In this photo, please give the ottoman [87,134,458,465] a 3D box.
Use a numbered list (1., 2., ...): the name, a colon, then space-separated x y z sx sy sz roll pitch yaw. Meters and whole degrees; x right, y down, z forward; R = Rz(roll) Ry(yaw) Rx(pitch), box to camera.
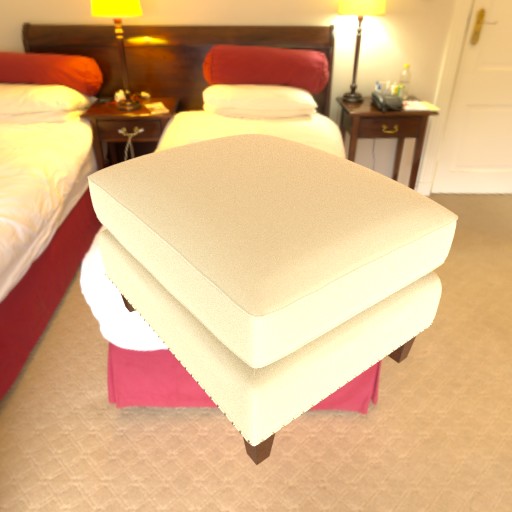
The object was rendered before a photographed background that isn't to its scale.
1. ottoman: 0.000 0.000 1.154 0.584 0.513 0.741 -22 38 -31
